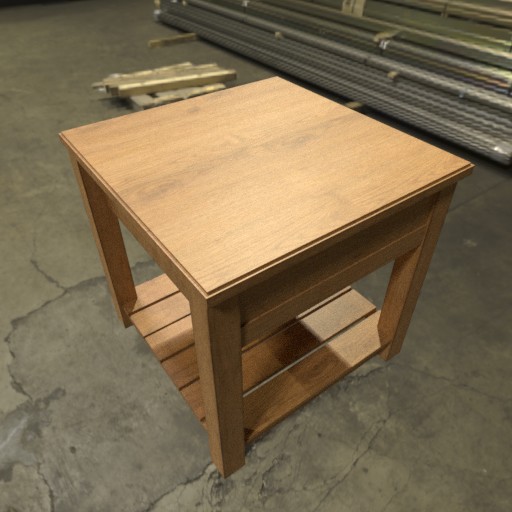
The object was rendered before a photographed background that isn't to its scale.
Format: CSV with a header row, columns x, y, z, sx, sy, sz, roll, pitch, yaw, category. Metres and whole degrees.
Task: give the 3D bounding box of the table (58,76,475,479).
x,y,z,sx,sy,sz,roll,pitch,yaw,category
0.000,0.000,1.099,0.612,0.593,0.616,-25,47,-27,table
